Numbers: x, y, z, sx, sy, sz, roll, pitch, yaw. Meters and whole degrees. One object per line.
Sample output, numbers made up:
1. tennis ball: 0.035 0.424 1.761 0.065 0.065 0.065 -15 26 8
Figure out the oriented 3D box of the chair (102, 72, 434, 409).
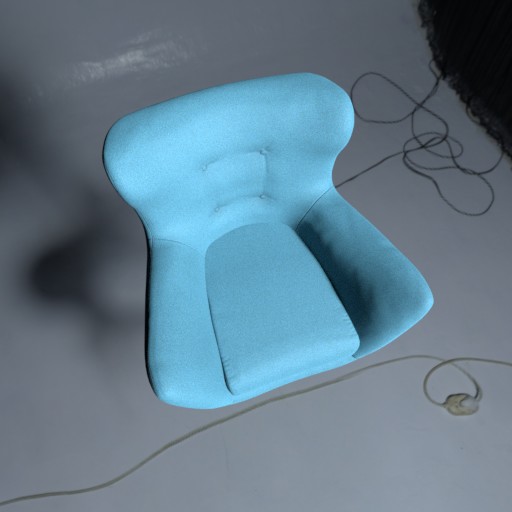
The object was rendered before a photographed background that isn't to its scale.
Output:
1. chair: 0.000 0.000 1.610 0.890 0.889 0.889 -17 63 -9
